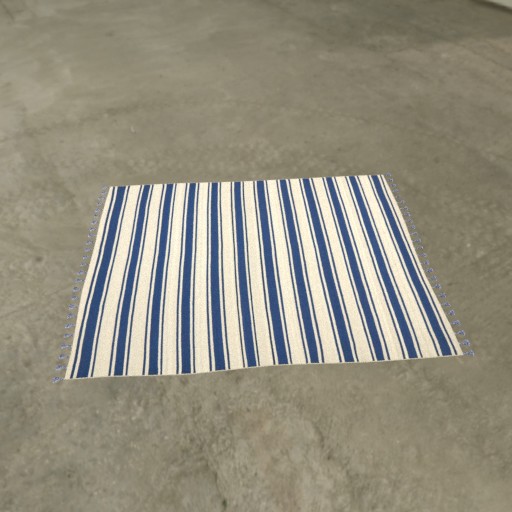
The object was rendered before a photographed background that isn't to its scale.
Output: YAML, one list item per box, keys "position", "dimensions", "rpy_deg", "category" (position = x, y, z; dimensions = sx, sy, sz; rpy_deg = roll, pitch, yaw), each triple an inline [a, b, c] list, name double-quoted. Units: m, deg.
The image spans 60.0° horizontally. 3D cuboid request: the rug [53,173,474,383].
- position: [0.000, 0.000, 4.363]
  dimensions: [3.416, 0.016, 2.471]
  rpy_deg: [-3, 47, -3]
  category: "rug"
